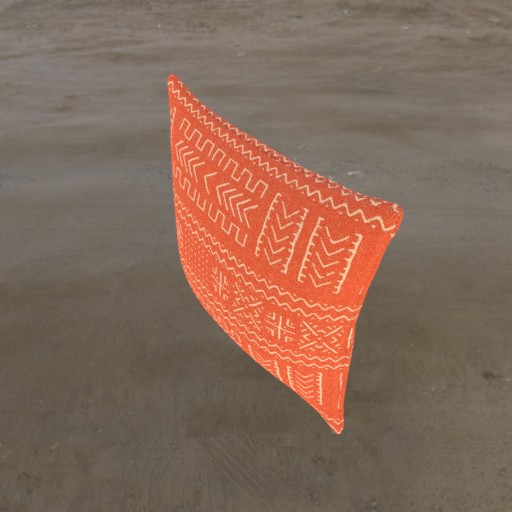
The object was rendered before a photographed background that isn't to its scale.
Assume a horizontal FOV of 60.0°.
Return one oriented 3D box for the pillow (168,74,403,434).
[{"bbox_3d":[0.000,0.000,0.671,0.164,0.429,0.438,-27,49,-26],"label":"pillow"}]
